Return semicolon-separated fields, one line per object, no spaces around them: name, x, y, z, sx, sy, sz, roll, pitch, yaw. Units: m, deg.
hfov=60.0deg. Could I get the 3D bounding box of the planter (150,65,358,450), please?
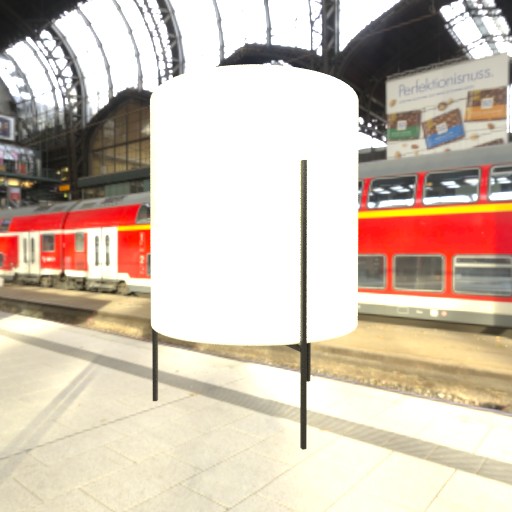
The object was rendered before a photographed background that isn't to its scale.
planter;0.000;0.000;0.715;0.324;0.483;0.333;1;1;38
